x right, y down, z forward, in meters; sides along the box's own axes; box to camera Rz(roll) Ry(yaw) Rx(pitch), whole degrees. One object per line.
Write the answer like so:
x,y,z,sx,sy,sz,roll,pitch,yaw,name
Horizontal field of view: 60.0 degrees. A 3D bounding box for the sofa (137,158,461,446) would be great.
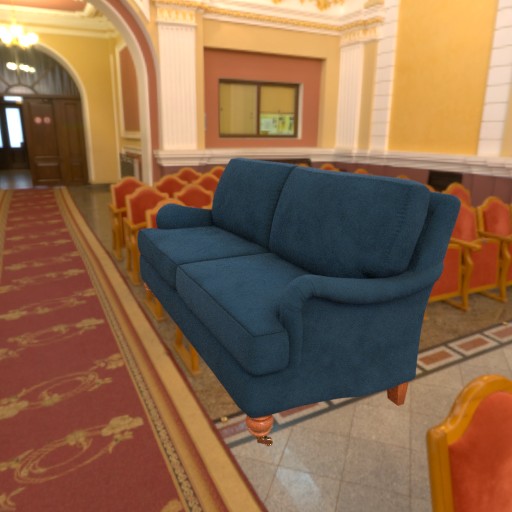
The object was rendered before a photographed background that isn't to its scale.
0.000,0.000,2.770,1.084,1.101,2.141,-8,17,-25,sofa
